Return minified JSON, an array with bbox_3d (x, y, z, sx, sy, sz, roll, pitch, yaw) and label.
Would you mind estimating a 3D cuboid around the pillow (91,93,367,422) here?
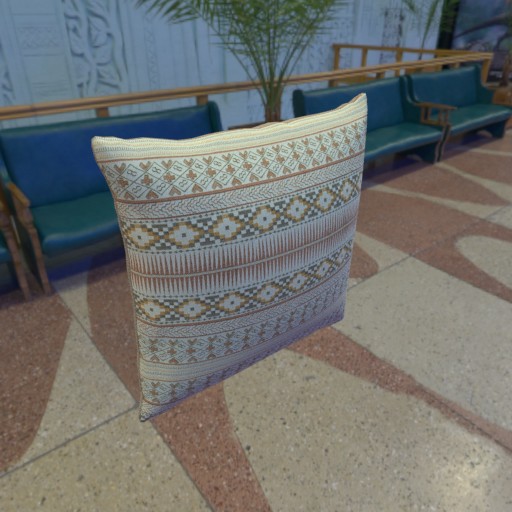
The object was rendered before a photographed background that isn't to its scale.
[{"bbox_3d":[0.000,0.000,0.809,0.521,0.519,0.215,-20,35,-32],"label":"pillow"}]
